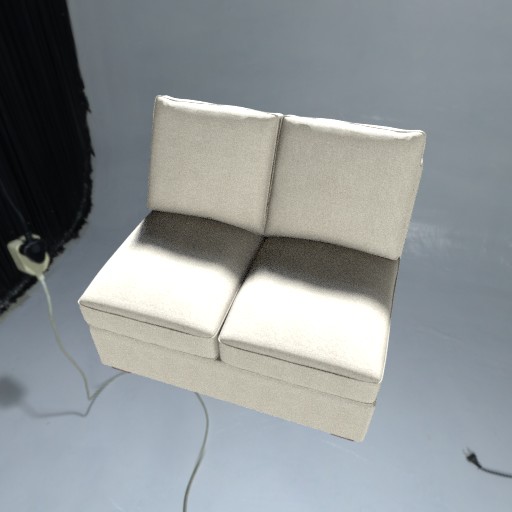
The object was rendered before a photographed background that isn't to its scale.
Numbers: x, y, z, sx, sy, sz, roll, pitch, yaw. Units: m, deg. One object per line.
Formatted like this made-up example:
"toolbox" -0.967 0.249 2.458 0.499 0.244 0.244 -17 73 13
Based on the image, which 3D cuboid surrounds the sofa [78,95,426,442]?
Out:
"sofa" 0.000 0.000 1.950 1.232 1.006 0.978 12 43 14
